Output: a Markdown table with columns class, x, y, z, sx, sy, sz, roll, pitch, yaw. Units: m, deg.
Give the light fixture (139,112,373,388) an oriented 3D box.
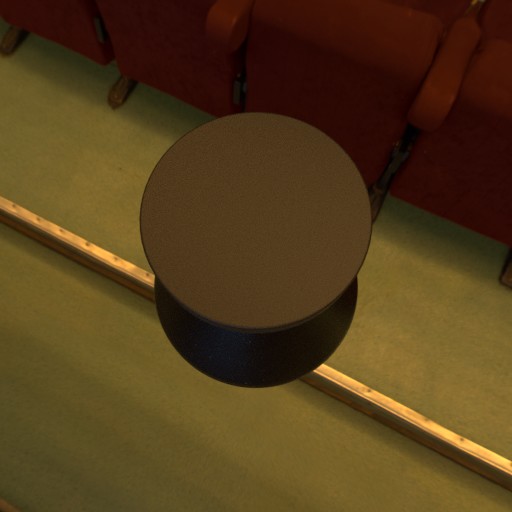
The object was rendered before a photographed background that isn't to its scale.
| class | x | y | z | sx | sy | sz | roll | pitch | yaw |
| --- | --- | --- | --- | --- | --- | --- | --- | --- | --- |
| light fixture | 0.000 | 0.000 | 0.351 | 0.200 | 0.183 | 0.200 | 0 | 73 | 0 |
